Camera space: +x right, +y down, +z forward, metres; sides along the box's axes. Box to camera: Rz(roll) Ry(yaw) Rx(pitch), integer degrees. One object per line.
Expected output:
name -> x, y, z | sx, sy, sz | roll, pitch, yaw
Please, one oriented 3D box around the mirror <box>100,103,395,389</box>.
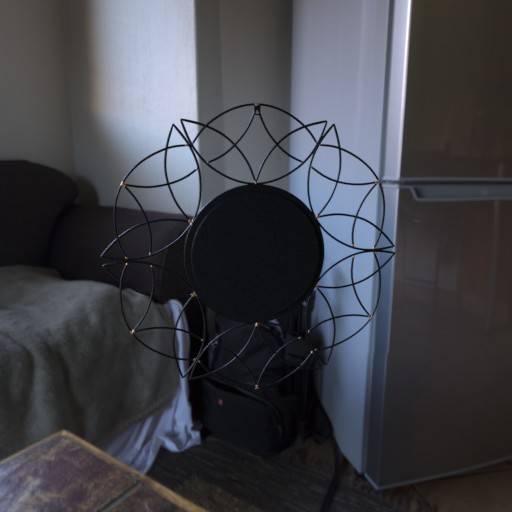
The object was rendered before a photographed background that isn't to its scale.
mirror -> 0.000, 0.000, 1.184 | 0.797, 0.775, 0.028 | -2, 13, -9
